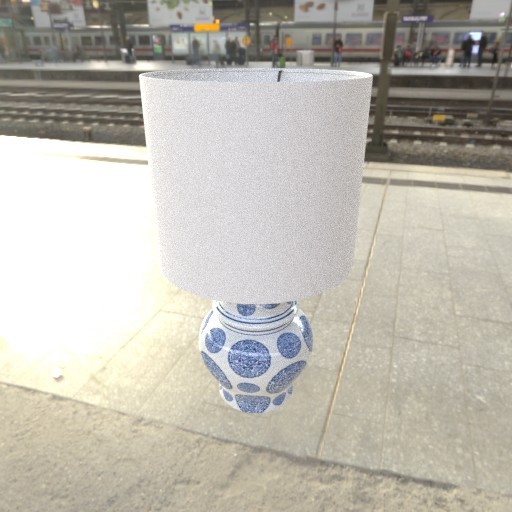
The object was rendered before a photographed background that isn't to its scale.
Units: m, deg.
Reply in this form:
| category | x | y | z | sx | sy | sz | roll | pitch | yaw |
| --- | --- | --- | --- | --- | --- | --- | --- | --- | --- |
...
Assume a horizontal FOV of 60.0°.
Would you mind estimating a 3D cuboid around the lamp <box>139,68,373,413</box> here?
| category | x | y | z | sx | sy | sz | roll | pitch | yaw |
| --- | --- | --- | --- | --- | --- | --- | --- | --- | --- |
| lamp | 0.000 | 0.000 | 0.500 | 0.215 | 0.381 | 0.215 | 7 | 26 | 15 |
